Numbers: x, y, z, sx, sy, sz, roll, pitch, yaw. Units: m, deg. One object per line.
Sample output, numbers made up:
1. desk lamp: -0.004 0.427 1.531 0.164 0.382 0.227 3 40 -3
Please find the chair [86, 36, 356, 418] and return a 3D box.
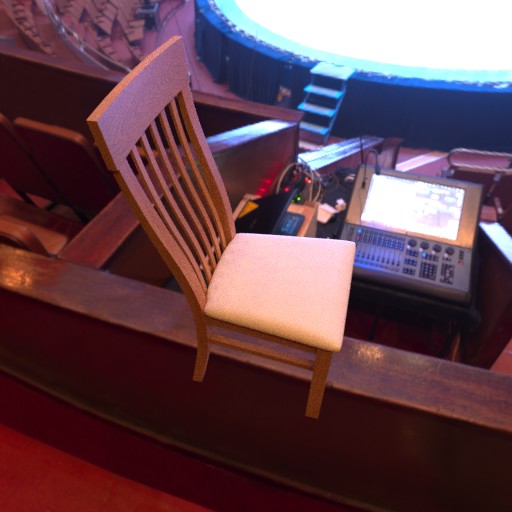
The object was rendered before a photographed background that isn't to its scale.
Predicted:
1. chair: 0.000 0.000 1.324 0.580 1.050 0.450 10 47 10
